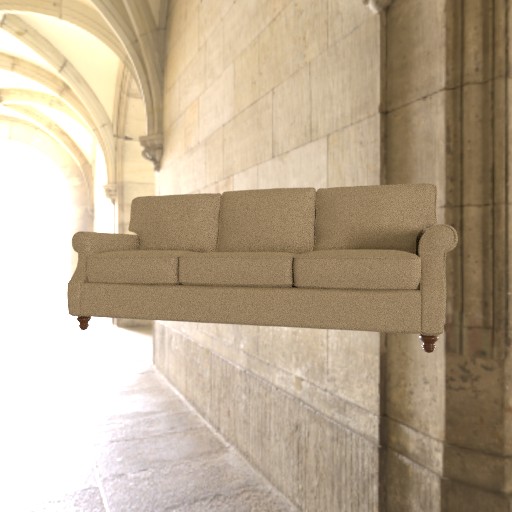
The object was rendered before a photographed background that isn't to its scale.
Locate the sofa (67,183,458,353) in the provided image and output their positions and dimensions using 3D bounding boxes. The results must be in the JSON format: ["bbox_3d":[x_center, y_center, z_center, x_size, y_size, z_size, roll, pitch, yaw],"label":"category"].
[{"bbox_3d":[0.000,0.000,2.881,2.354,0.948,0.966,0,0,18],"label":"sofa"}]
